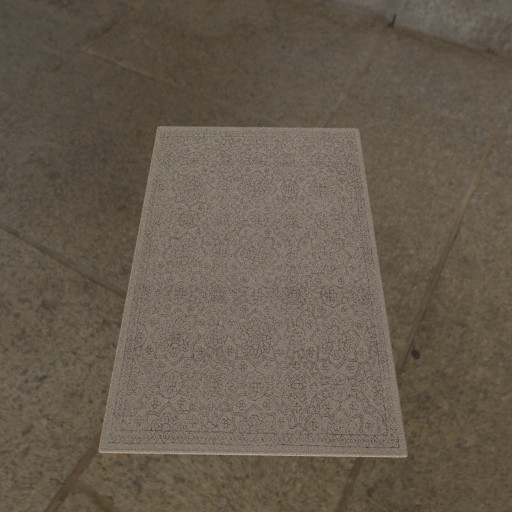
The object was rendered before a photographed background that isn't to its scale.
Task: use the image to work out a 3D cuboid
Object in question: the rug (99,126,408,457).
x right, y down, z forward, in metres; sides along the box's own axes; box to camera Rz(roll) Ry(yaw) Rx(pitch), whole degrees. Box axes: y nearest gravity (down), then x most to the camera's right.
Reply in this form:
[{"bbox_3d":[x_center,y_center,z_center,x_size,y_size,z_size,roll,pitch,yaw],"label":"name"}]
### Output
[{"bbox_3d":[0.000,0.000,2.770,1.524,0.011,2.286,1,59,0],"label":"rug"}]
